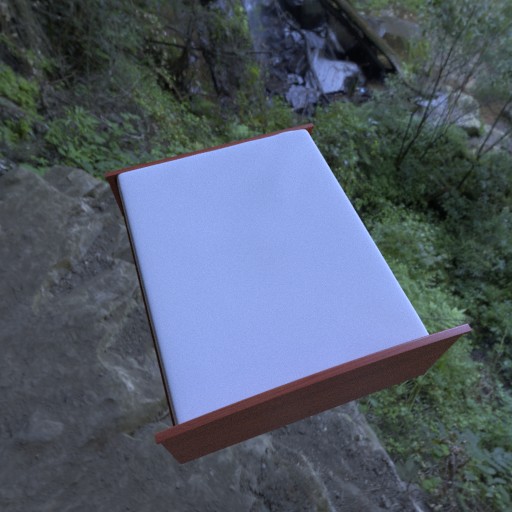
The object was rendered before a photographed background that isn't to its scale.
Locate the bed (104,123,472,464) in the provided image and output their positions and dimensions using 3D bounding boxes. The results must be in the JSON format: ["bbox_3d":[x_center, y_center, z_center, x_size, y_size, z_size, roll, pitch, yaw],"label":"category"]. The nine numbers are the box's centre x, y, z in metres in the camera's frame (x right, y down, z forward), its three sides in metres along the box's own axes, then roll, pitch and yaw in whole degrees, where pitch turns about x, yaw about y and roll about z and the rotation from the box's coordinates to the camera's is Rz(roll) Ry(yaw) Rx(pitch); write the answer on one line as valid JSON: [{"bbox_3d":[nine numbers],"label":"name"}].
[{"bbox_3d":[0.000,0.000,2.997,1.683,0.848,2.053,-16,59,-10],"label":"bed"}]
